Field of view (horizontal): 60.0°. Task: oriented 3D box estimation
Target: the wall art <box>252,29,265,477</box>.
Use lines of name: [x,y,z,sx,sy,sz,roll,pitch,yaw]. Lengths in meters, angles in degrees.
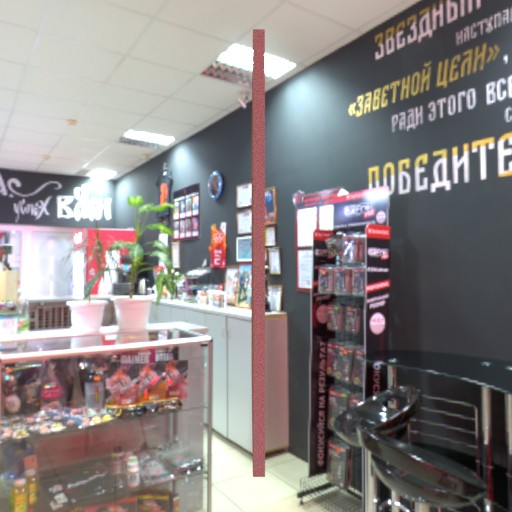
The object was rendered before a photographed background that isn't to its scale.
wall art: [0.000,0.000,1.196,0.022,0.803,0.805,0,-1,-1]
